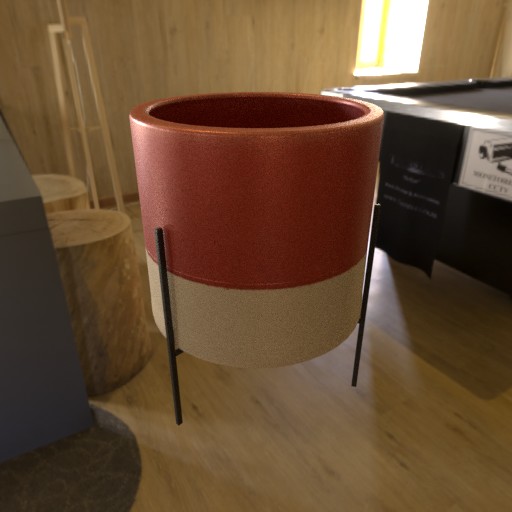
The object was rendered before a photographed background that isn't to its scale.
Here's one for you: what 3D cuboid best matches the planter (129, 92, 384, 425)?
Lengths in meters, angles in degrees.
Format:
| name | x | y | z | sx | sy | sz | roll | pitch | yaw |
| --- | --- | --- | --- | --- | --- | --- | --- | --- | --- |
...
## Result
| name | x | y | z | sx | sy | sz | roll | pitch | yaw |
| --- | --- | --- | --- | --- | --- | --- | --- | --- | --- |
| planter | 0.000 | 0.000 | 0.719 | 0.345 | 0.465 | 0.354 | -7 | 28 | -14 |
